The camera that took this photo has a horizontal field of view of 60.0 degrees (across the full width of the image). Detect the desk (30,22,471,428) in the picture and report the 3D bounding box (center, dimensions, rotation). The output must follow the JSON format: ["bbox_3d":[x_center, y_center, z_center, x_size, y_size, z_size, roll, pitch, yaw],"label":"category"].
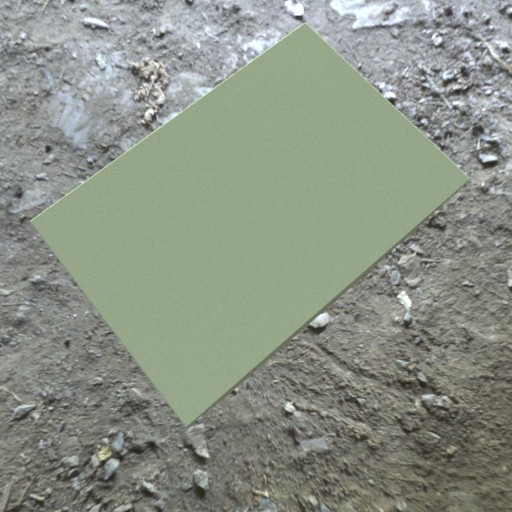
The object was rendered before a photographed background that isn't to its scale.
[{"bbox_3d":[0.000,0.000,1.066,0.600,0.730,0.404,-39,79,-10],"label":"desk"}]
